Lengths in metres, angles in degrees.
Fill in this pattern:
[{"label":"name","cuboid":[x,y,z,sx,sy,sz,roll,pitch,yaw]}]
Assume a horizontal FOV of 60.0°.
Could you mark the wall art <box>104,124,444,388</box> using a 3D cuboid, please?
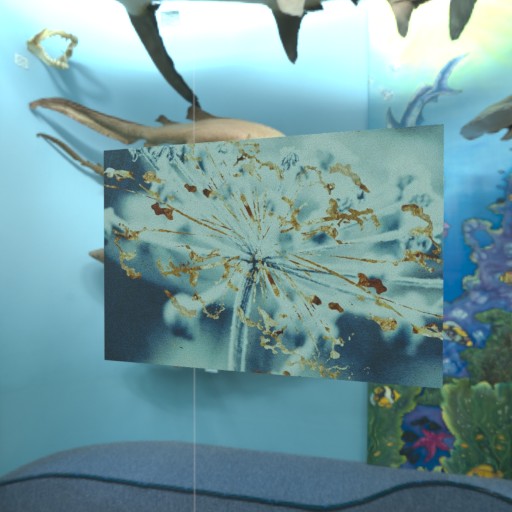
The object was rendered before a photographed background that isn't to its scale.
[{"label":"wall art","cuboid":[0.000,0.000,1.171,0.912,0.608,0.038,0,1,17]}]
